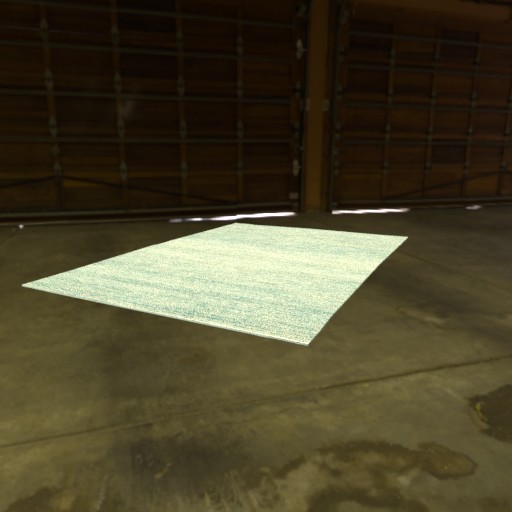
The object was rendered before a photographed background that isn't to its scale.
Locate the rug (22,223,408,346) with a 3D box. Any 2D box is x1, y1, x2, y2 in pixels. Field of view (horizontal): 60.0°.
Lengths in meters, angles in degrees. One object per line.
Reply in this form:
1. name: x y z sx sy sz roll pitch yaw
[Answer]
1. rug: 0.000 0.000 2.974 1.613 0.030 2.306 7 15 26
